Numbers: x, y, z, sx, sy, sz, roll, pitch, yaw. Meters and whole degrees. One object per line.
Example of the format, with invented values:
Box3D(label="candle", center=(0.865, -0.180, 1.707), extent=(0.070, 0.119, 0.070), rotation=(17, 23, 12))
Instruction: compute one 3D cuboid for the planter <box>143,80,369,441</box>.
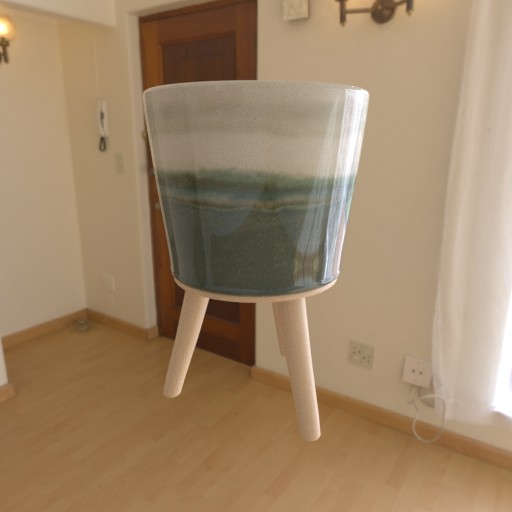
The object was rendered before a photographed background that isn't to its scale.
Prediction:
Box3D(label="planter", center=(0.000, 0.000, 0.477), extent=(0.217, 0.331, 0.217), rotation=(2, 15, 9))
